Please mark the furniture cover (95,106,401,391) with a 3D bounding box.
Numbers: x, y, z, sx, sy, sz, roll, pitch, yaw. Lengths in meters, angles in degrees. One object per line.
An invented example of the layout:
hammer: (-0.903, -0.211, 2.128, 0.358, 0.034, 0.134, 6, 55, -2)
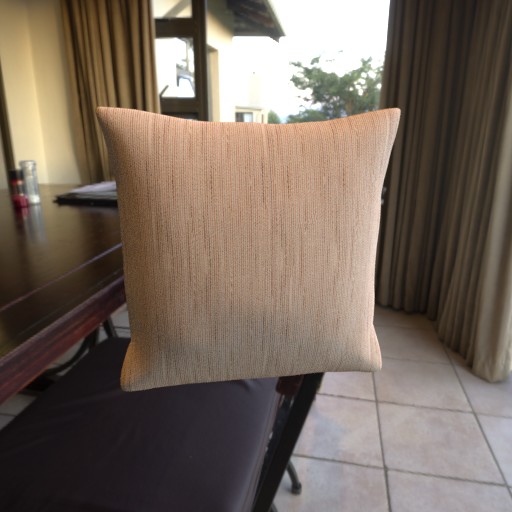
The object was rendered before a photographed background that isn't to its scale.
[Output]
furniture cover: (0.000, 0.000, 0.794, 0.512, 0.506, 0.178, -2, 17, -8)
